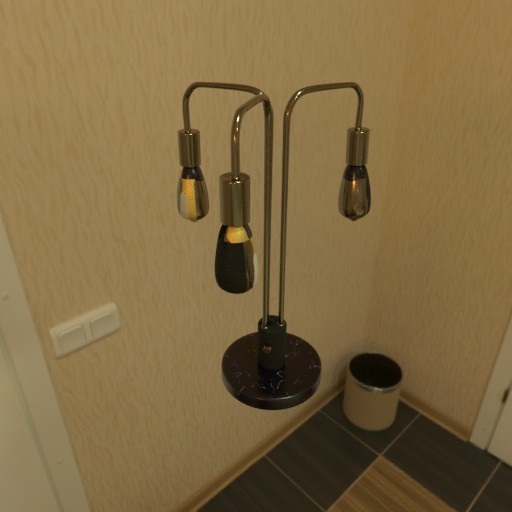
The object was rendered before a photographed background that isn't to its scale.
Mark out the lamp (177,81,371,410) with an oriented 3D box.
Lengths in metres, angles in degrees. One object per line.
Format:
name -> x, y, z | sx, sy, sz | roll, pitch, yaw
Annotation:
lamp -> 0.000, 0.000, 0.785 | 0.355, 0.560, 0.368 | 9, 30, 16
